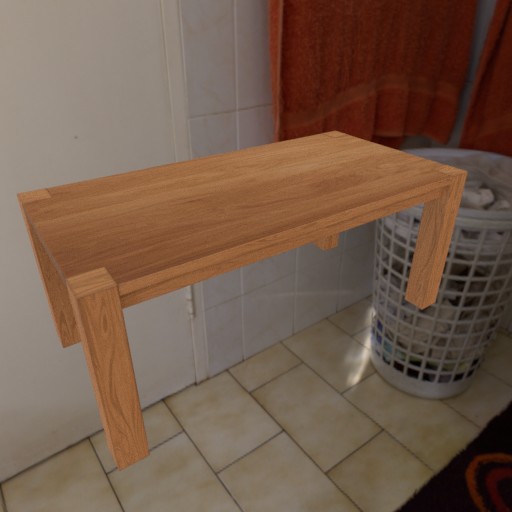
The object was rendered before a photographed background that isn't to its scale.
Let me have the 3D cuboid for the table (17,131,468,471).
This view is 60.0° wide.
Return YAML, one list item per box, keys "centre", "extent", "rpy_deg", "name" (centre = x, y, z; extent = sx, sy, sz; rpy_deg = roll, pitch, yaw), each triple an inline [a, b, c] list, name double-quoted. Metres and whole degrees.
- centre: [0.000, 0.000, 2.153]
  extent: [1.800, 0.760, 0.900]
  rpy_deg: [-19, 35, -29]
  name: "table"
